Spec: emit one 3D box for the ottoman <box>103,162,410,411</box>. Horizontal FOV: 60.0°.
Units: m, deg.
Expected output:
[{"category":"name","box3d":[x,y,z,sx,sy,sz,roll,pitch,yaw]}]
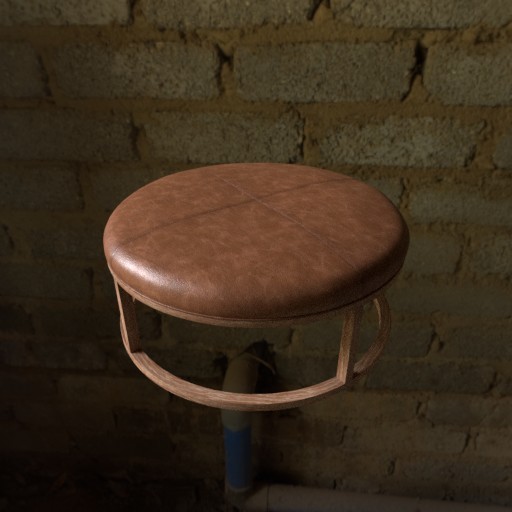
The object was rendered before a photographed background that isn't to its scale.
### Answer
[{"category":"ottoman","box3d":[0.000,0.000,1.584,1.006,0.445,1.006,0,31,0]}]
